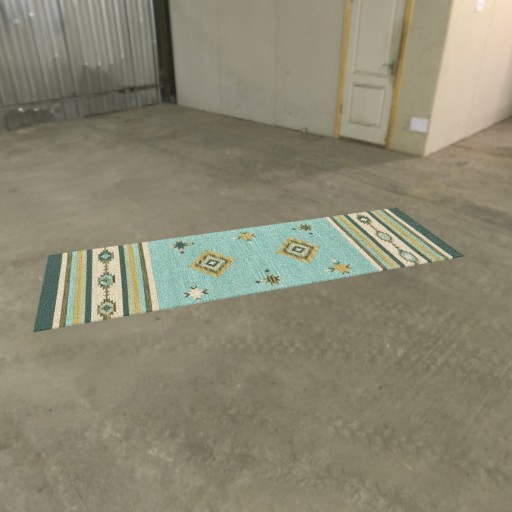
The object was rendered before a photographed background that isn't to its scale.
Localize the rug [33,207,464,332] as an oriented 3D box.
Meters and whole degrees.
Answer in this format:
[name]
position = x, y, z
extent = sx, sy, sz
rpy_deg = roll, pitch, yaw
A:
[rug]
position = 0.000, 0.000, 2.723
extent = 2.441, 0.010, 0.744
rpy_deg = -9, 32, -15
